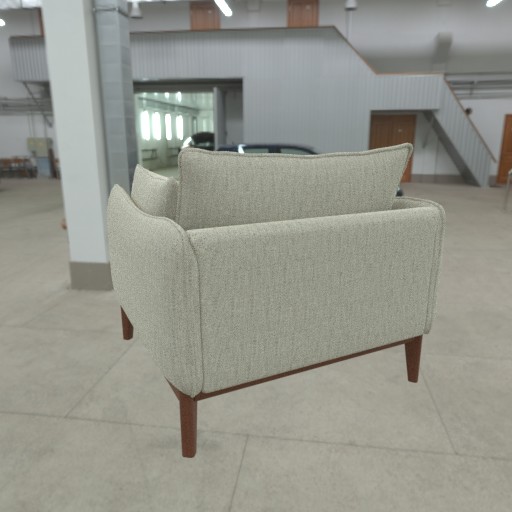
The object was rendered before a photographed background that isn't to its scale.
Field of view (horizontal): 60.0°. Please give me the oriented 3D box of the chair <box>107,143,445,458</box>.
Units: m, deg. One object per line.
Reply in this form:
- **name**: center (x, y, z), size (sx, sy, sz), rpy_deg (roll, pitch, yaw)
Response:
- **chair**: center (0.000, 0.000, 1.720), size (0.994, 0.855, 0.991), rpy_deg (-8, 17, -26)
